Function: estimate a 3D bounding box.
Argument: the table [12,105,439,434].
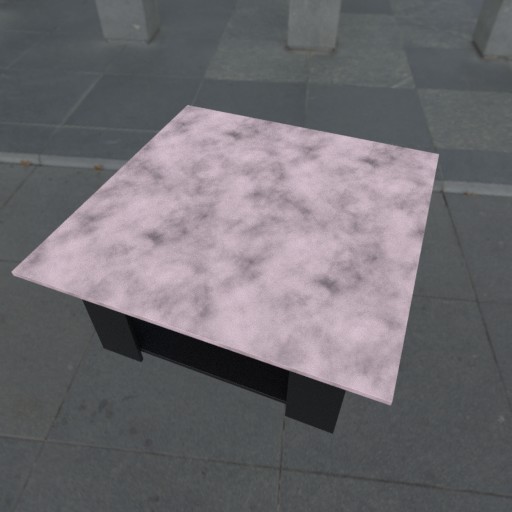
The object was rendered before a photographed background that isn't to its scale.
[{"bbox_3d":[0.000,0.000,1.027,0.670,0.305,0.670,16,48,15],"label":"table"}]
